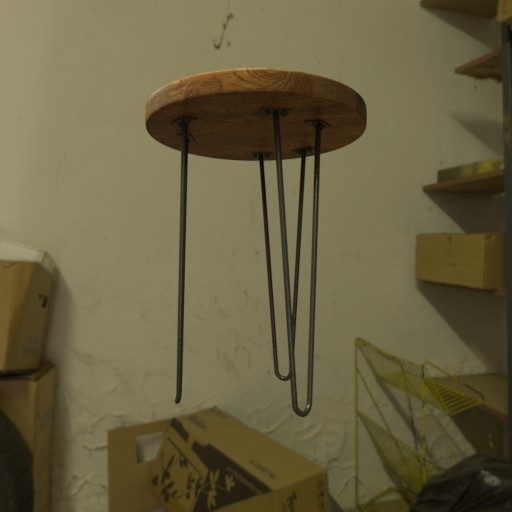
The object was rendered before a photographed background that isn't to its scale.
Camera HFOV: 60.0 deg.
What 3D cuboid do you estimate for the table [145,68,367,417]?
[{"bbox_3d":[0.000,0.000,0.816,0.400,0.520,0.400,0,-2,0],"label":"table"}]
